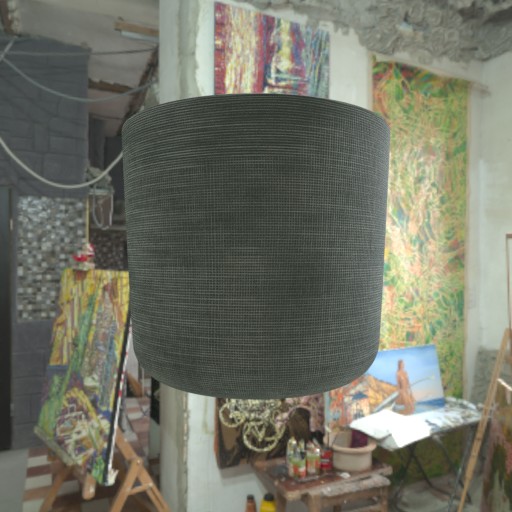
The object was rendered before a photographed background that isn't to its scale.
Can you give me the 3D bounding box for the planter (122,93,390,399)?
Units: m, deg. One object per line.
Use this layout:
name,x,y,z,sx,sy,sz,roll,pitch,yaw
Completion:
planter,0.000,0.000,0.759,0.440,0.398,0.440,0,0,0
